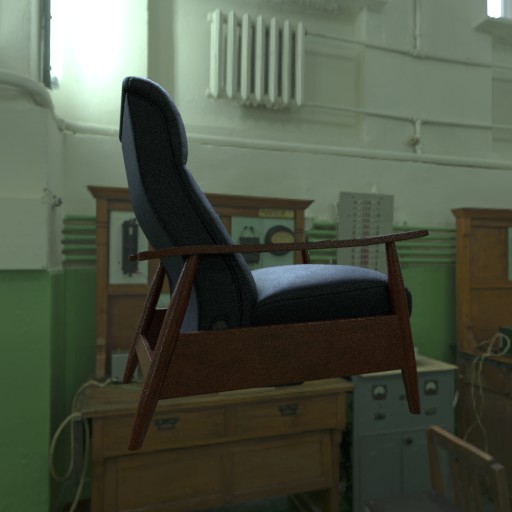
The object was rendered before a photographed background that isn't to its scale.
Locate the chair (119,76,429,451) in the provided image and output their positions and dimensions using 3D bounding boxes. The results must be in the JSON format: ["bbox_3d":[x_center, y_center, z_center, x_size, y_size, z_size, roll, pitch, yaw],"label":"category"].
[{"bbox_3d":[0.000,0.000,1.721,1.014,1.082,0.762,0,-1,-18],"label":"chair"}]
